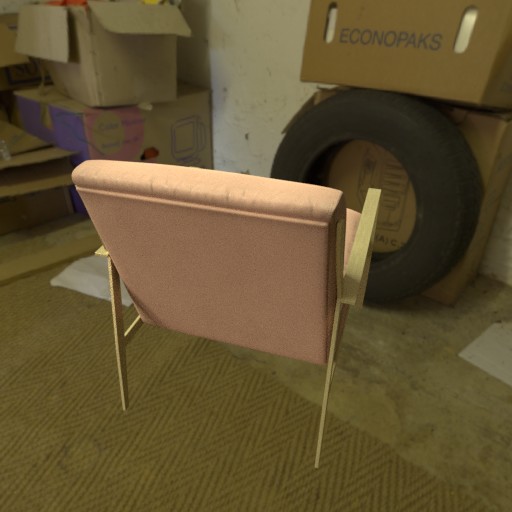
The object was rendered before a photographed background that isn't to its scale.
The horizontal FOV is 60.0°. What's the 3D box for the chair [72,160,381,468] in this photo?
[{"bbox_3d":[0.000,0.000,1.443,0.701,0.823,0.848,10,32,16],"label":"chair"}]
